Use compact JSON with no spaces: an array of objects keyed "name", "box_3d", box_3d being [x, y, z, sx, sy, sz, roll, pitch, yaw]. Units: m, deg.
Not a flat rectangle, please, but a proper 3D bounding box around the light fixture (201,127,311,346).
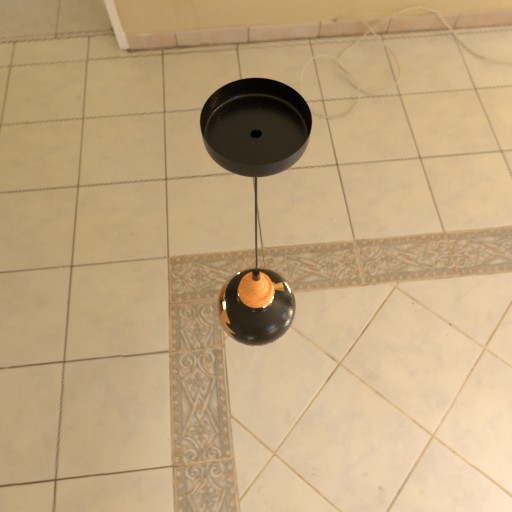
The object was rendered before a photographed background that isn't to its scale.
[{"name":"light fixture","box_3d":[0.000,0.000,1.816,0.430,1.606,0.430,-14,66,-7]}]
